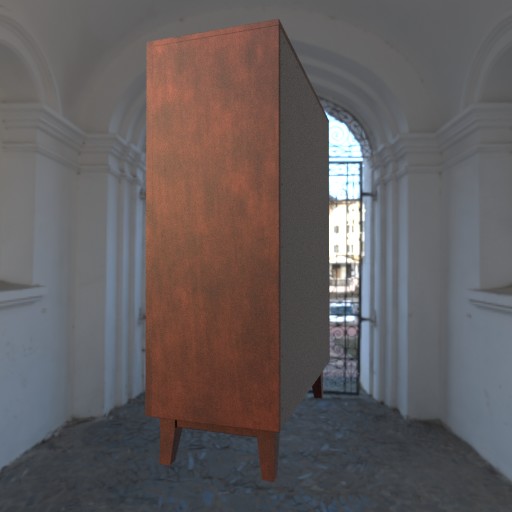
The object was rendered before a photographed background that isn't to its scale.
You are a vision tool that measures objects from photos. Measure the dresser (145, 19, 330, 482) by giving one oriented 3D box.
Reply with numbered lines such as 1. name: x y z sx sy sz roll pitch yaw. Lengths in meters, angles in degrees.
1. dresser: 0.000 0.000 2.007 0.506 1.514 1.072 0 -1 18
